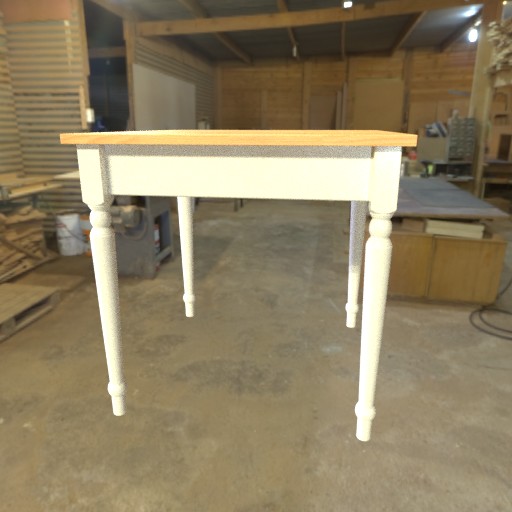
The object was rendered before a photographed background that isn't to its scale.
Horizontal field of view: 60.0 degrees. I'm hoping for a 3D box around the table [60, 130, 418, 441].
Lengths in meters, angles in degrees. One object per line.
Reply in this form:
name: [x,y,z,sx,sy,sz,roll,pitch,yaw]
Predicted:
table: [0.000,0.000,1.366,0.747,0.738,0.747,3,17,9]
